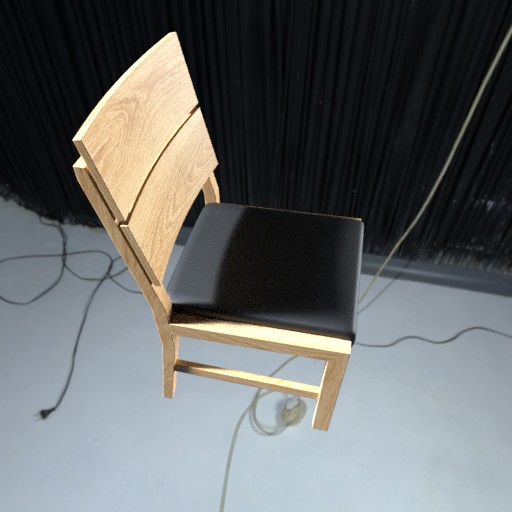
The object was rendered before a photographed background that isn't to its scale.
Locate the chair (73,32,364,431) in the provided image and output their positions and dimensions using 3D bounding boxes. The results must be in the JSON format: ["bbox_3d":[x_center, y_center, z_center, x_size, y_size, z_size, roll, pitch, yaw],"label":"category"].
[{"bbox_3d":[0.000,0.000,1.205,0.569,0.950,0.475,9,48,8],"label":"chair"}]
